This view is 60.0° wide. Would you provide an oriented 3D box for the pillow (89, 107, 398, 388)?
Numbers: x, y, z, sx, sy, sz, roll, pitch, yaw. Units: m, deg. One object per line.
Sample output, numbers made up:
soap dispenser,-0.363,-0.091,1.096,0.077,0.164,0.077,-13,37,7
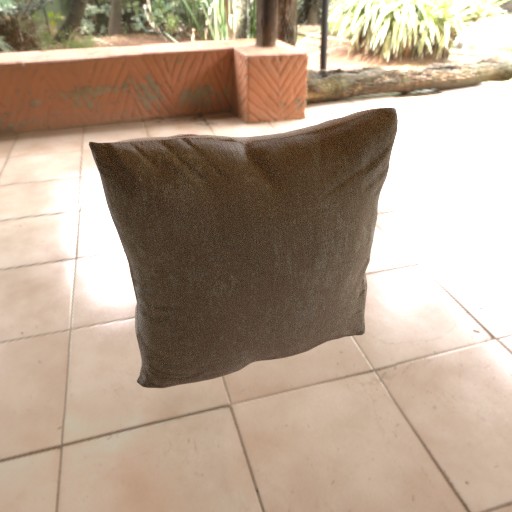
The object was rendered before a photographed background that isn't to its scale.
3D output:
pillow,0.000,0.000,0.731,0.450,0.448,0.245,-10,35,-15
